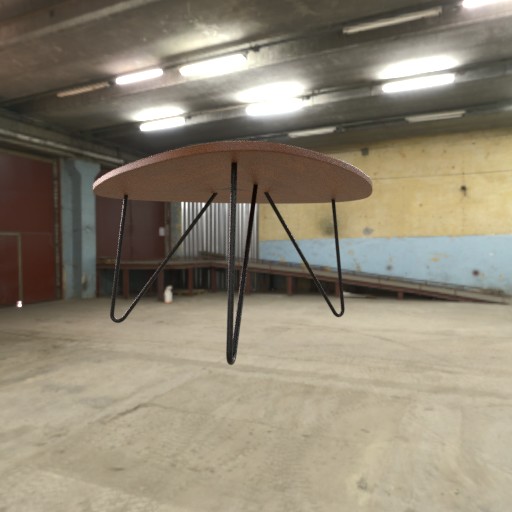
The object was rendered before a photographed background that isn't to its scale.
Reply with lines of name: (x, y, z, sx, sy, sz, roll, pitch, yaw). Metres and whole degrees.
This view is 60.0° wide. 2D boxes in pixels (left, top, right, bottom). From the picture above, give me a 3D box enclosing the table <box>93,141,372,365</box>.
table: (0.000, 0.000, 1.281, 0.821, 0.413, 0.833, 0, 0, -36)
